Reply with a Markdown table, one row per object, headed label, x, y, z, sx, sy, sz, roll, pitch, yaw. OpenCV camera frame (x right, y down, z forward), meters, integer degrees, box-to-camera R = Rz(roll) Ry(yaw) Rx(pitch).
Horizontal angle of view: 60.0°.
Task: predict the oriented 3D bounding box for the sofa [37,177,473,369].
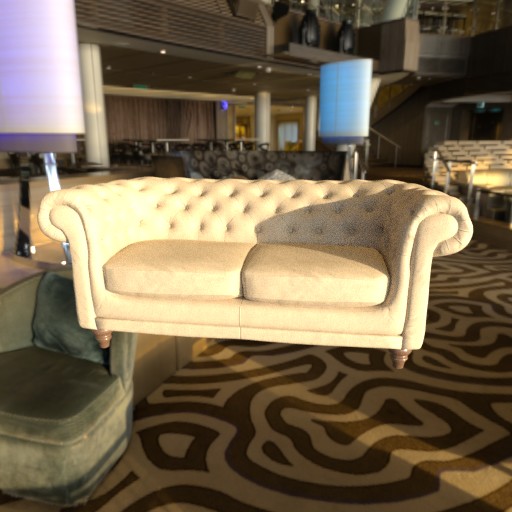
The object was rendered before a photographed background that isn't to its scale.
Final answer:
| label | x | y | z | sx | sy | sz | roll | pitch | yaw |
| --- | --- | --- | --- | --- | --- | --- | --- | --- | --- |
| sofa | 0.000 | 0.000 | 2.519 | 1.988 | 0.835 | 1.069 | 2 | 15 | 8 |
